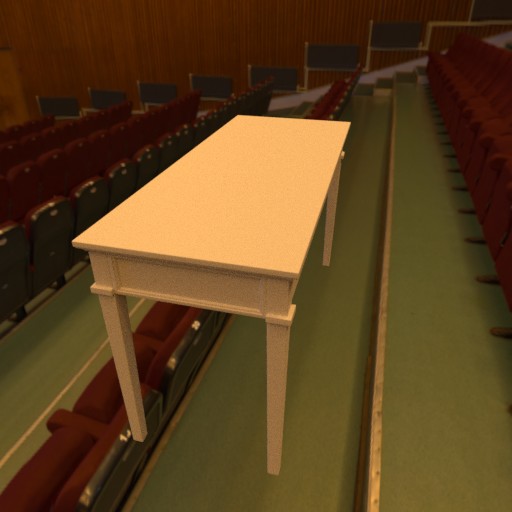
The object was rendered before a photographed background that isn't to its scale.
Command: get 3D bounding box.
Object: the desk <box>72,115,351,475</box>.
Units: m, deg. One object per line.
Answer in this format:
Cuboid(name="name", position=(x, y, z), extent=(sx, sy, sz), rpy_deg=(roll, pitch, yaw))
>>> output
Cuboid(name="desk", position=(0.000, 0.000, 1.779), extent=(0.559, 0.774, 1.372), rpy_deg=(8, 31, 13))
